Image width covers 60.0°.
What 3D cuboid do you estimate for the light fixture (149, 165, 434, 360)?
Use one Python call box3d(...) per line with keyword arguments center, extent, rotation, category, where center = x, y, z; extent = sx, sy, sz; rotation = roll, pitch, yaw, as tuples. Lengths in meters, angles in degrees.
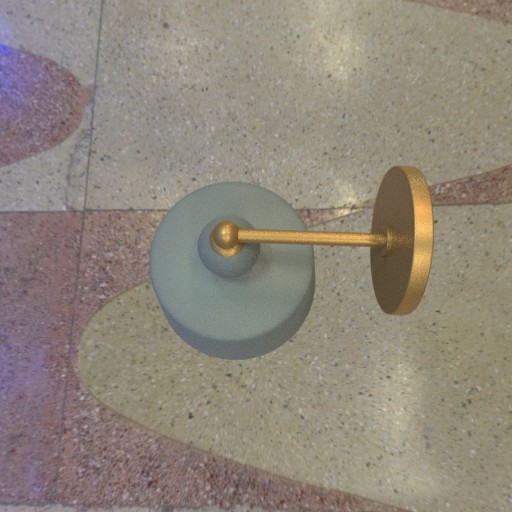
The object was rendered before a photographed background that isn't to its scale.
box3d(center=(0.000, 0.000, 0.447), extent=(0.254, 0.268, 0.204), rotation=(2, 76, 0), category="light fixture")
